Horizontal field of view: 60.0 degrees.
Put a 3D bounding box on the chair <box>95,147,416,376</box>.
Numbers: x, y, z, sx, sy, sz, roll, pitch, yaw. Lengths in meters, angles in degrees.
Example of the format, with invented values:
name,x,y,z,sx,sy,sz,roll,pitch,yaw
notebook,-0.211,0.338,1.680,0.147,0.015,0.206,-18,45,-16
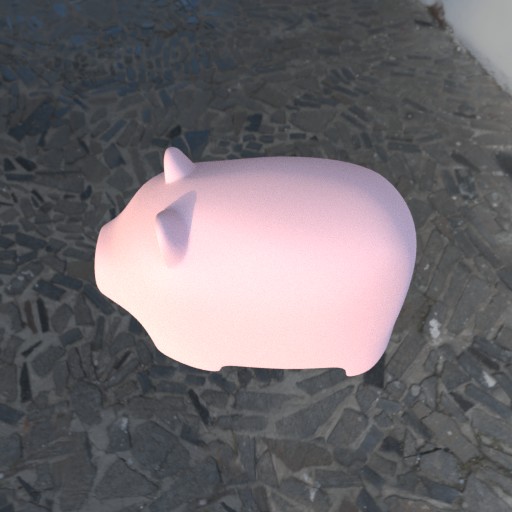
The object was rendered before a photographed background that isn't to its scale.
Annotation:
name,x,y,z,sx,sy,sz,roll,pitch,yaw
chair,0.000,0.000,0.864,0.619,0.423,0.364,0,59,0
